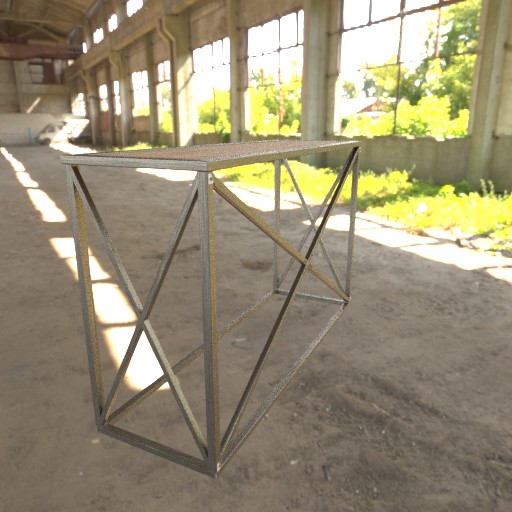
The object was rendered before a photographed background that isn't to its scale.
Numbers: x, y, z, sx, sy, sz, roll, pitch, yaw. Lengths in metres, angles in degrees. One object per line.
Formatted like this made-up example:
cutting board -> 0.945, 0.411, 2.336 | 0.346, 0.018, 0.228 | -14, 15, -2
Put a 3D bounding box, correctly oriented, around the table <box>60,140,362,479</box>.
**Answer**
table -> 0.000, 0.000, 1.561 | 0.402, 0.753, 1.216 | 8, 18, 25
